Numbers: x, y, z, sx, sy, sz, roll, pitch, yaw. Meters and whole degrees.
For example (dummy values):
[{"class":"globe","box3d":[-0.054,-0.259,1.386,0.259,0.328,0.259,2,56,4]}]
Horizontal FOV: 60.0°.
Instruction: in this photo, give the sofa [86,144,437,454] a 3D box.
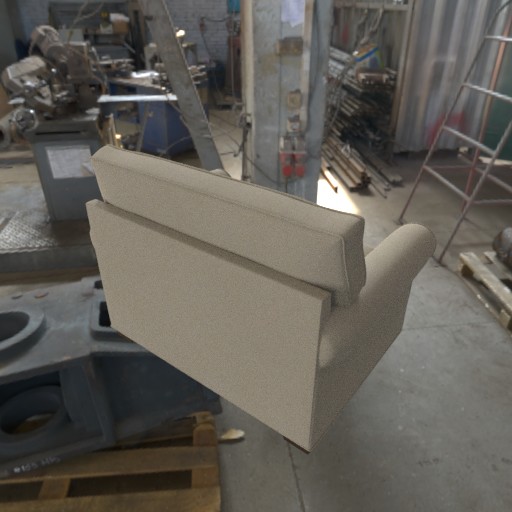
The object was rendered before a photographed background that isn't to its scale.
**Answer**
[{"class":"sofa","box3d":[0.000,0.000,2.133,1.405,1.006,0.937,21,37,32]}]
